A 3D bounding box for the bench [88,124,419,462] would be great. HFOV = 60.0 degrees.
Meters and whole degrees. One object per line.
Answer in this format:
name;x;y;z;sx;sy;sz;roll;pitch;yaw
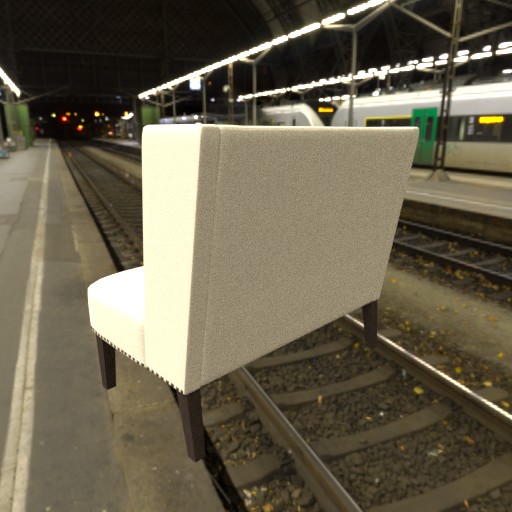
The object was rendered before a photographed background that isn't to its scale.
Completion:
bench;0.000;0.000;2.006;0.847;1.123;1.280;15;22;43
